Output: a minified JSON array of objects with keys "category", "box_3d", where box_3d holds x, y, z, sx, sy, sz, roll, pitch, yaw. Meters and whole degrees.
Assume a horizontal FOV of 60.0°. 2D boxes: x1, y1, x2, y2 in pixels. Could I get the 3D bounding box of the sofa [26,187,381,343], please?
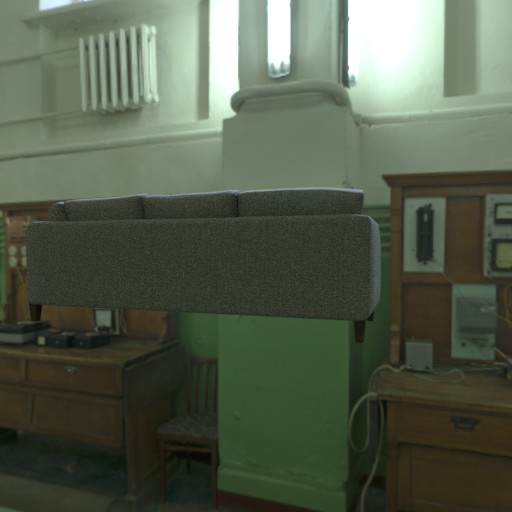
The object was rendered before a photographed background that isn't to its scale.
[{"category":"sofa","box_3d":[0.000,0.000,4.584,2.593,0.959,3.460,0,1,19]}]
